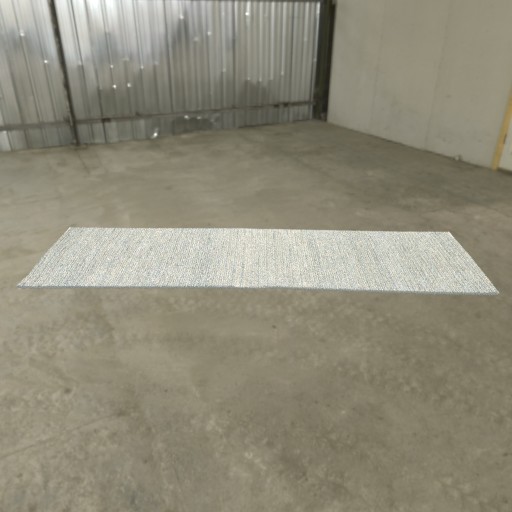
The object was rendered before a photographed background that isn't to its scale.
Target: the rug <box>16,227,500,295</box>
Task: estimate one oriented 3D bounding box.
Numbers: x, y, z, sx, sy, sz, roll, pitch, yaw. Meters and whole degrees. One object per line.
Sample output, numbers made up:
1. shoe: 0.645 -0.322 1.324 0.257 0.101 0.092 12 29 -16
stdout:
1. rug: 0.000 0.000 2.425 2.341 0.037 0.675 1 28 1
